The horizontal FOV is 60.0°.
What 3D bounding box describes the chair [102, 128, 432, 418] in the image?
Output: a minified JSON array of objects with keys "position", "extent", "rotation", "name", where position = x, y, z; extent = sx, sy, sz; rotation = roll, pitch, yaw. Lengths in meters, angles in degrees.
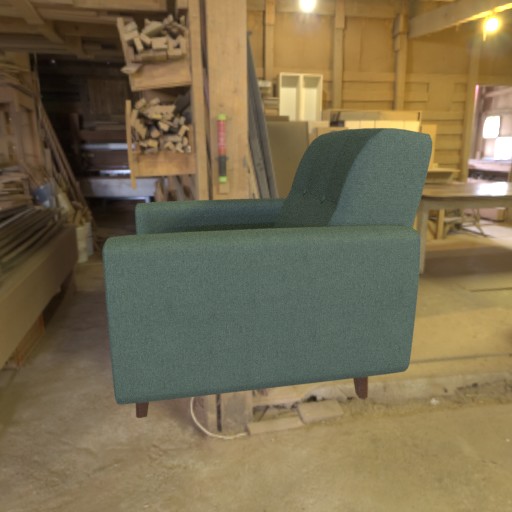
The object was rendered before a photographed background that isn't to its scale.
[{"position":[0.000,0.000,1.523],"extent":[0.909,0.841,0.831],"rotation":[-2,14,-8],"name":"chair"}]
